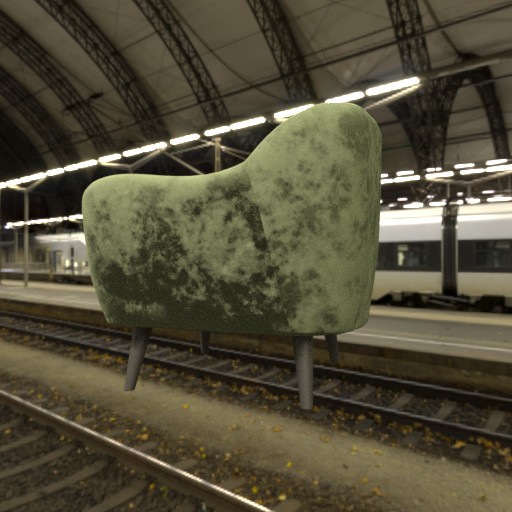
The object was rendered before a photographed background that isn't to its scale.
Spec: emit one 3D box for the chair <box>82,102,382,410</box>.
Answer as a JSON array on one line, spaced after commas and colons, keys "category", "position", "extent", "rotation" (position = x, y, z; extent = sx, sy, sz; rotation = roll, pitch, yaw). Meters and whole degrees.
[{"category": "chair", "position": [0.000, 0.000, 1.498], "extent": [0.819, 0.804, 0.840], "rotation": [0, 0, 18]}]
